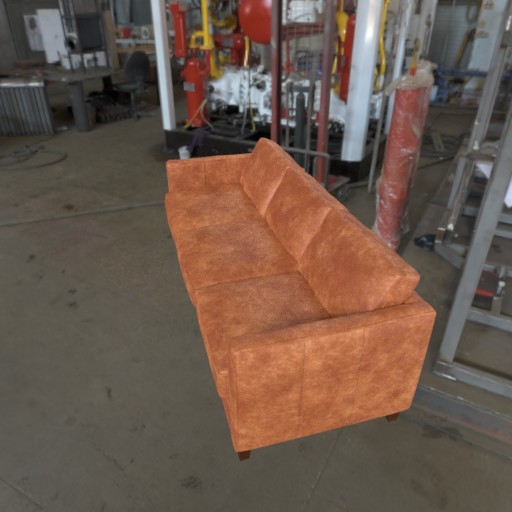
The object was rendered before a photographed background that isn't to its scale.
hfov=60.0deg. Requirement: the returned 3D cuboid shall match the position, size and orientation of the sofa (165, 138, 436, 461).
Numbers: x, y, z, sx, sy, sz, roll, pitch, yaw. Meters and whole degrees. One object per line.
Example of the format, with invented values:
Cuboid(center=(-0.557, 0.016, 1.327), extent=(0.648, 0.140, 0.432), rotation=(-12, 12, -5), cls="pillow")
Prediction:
Cuboid(center=(0.000, 0.000, 3.065), extent=(1.045, 1.006, 2.464), rotation=(-9, 32, -14), cls="sofa")
